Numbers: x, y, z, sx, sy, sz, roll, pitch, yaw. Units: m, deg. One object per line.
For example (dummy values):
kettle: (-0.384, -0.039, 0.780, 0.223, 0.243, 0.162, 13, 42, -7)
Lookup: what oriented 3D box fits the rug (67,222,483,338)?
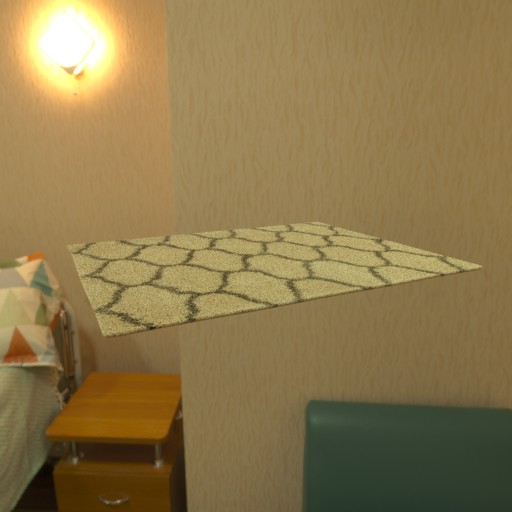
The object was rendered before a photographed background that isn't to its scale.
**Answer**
rug: (0.000, 0.000, 4.015, 3.000, 0.026, 2.399, -7, 16, -26)
